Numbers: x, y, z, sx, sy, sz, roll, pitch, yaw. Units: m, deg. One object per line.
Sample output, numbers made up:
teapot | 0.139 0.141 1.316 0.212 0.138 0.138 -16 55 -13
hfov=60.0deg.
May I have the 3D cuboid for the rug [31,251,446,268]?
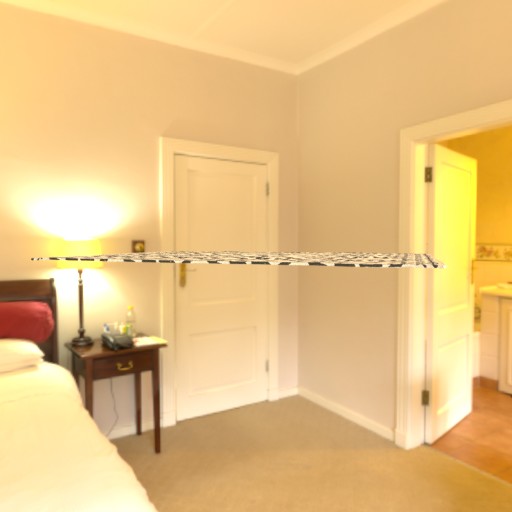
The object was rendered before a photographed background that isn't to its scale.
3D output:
rug | 0.000 0.000 4.457 3.369 0.036 2.444 1 2 19
